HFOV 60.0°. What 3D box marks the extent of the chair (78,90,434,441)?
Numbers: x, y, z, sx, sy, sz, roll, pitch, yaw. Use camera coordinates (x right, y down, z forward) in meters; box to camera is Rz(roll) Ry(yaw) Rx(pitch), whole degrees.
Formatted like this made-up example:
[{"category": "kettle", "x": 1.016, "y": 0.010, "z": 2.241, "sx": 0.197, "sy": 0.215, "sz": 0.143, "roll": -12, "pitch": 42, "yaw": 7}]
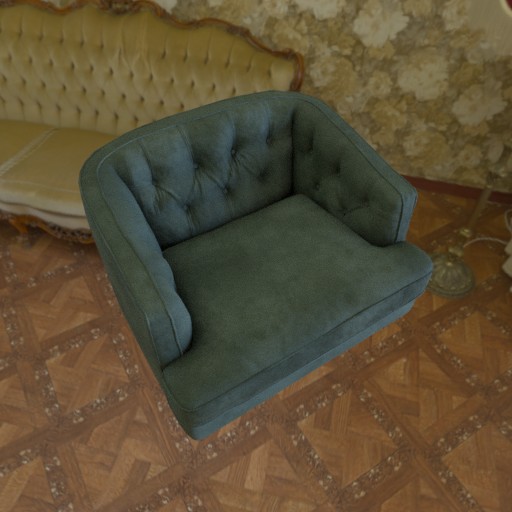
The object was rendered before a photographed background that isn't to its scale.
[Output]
[{"category": "chair", "x": 0.000, "y": 0.000, "z": 1.771, "sx": 1.104, "sy": 0.852, "sz": 0.941, "roll": -25, "pitch": 52, "yaw": -21}]
